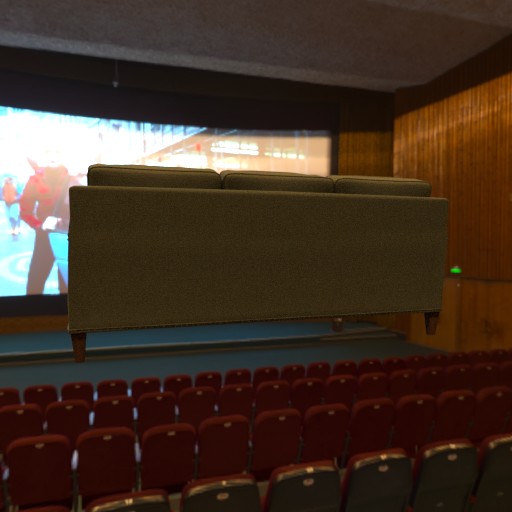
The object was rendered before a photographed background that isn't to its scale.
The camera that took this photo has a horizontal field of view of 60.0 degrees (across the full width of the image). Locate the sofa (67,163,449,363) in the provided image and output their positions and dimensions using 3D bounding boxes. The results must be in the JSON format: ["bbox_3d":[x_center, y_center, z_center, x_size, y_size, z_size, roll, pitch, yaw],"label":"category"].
[{"bbox_3d":[0.000,0.000,2.902,2.246,1.003,1.084,-1,2,-18],"label":"sofa"}]
